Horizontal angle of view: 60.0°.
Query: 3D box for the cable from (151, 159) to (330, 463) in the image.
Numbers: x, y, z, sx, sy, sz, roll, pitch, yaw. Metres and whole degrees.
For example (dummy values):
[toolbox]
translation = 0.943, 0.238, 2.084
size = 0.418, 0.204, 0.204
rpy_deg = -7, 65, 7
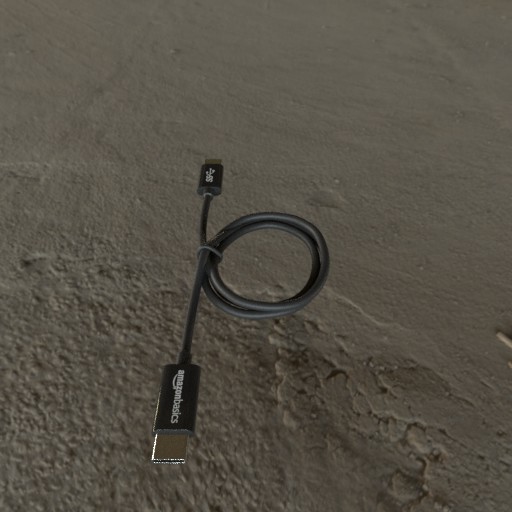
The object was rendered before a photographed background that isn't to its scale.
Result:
[cable]
translation = 0.000, 0.000, 0.207
size = 0.070, 0.014, 0.186
rpy_deg = 0, 42, 0
